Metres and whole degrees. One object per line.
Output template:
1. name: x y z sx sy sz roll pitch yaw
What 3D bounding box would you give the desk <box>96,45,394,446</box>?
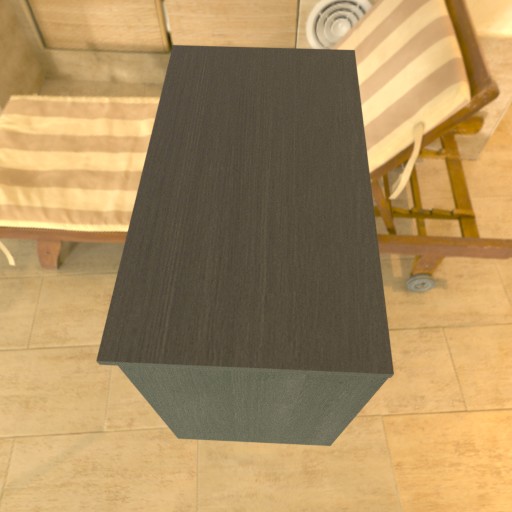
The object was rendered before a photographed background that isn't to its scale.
1. desk: 0.000 0.000 1.282 0.498 0.724 0.893 2 58 1
